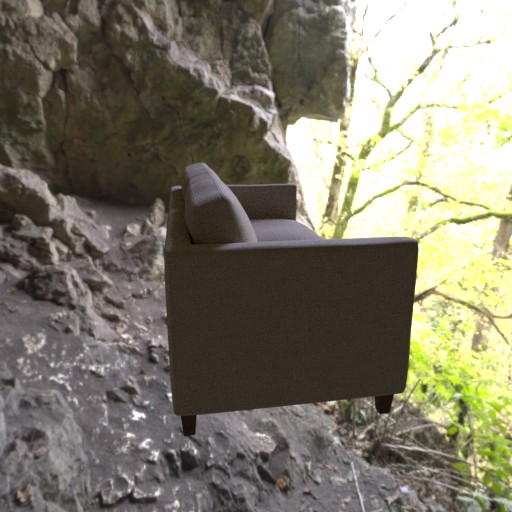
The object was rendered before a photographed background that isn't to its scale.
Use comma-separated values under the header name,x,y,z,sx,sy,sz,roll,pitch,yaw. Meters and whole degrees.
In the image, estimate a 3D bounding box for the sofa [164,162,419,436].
name,x,y,z,sx,sy,sz,roll,pitch,yaw
sofa,0.000,0.000,2.483,0.951,0.947,1.884,-3,16,-9
